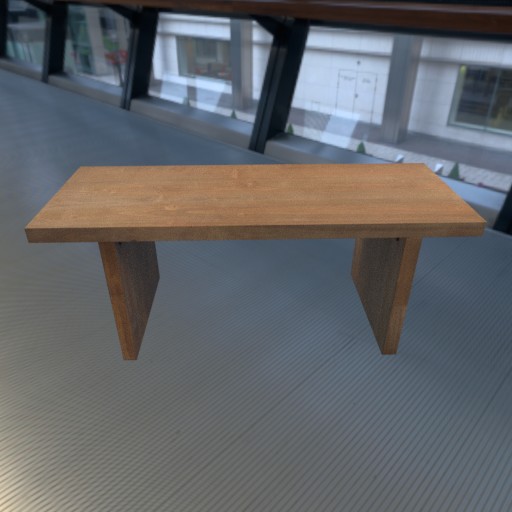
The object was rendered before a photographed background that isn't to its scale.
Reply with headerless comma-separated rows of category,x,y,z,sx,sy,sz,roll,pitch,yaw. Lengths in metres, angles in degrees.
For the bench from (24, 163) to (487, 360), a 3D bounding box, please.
bench,0.000,0.000,1.446,1.183,0.458,0.458,-1,31,-1
